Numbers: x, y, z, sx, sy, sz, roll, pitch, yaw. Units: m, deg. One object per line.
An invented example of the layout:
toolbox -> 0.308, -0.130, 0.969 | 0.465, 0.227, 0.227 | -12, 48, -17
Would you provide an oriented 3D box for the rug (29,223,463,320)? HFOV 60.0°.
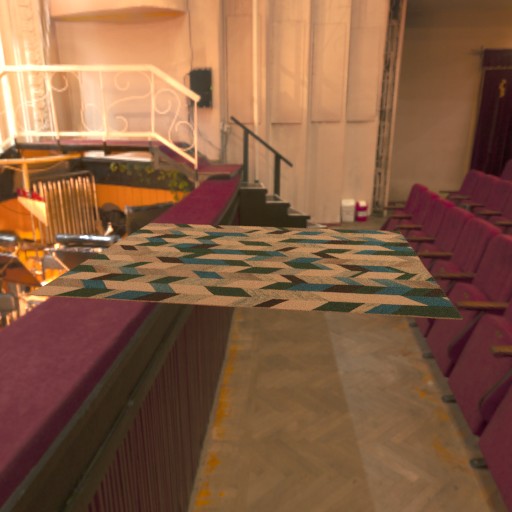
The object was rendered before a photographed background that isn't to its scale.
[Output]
rug -> 0.000, 0.000, 4.194 | 3.036, 0.008, 2.440 | 2, 17, 8
